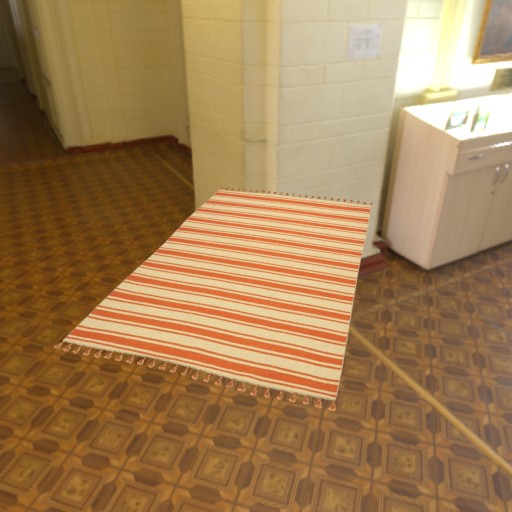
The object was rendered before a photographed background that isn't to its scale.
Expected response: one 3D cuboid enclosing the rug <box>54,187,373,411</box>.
[{"bbox_3d":[0.000,0.000,2.653,1.232,0.017,2.092,8,30,14],"label":"rug"}]
